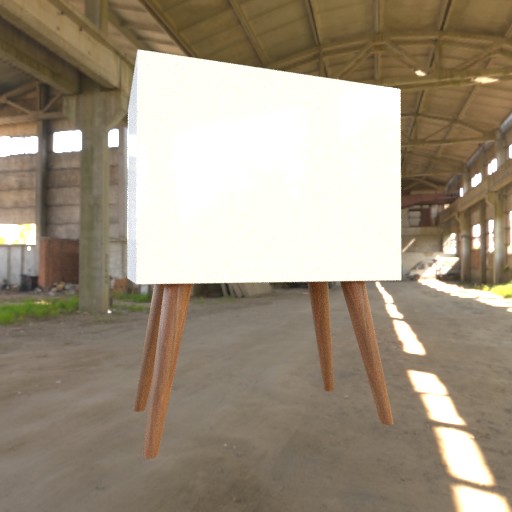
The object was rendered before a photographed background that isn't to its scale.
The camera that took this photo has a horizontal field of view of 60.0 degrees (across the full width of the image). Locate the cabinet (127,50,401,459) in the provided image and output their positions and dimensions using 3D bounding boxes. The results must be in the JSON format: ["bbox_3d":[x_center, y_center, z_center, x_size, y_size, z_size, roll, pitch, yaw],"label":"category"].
[{"bbox_3d":[0.000,0.000,1.087,0.591,0.772,0.344,0,-1,-19],"label":"cabinet"}]
